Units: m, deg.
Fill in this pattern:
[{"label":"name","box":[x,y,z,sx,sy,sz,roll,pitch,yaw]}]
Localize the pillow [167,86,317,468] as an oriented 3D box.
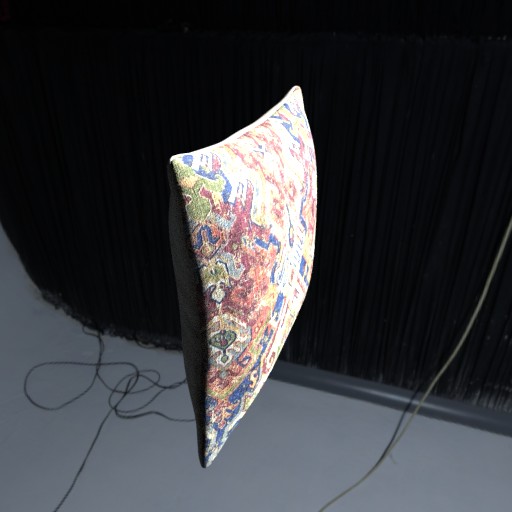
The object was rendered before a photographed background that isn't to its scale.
[{"label":"pillow","box":[0.000,0.000,0.799,0.166,0.506,0.523,10,31,17]}]
